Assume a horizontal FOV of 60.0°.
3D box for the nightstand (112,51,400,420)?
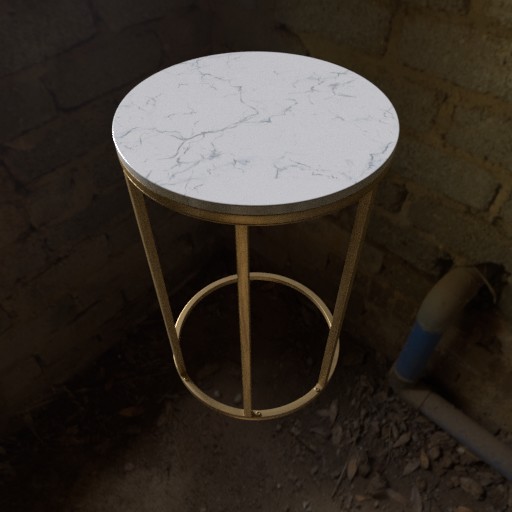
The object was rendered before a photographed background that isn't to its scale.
[{"bbox_3d":[0.000,0.000,0.857,0.400,0.610,0.400,4,48,3],"label":"nightstand"}]
